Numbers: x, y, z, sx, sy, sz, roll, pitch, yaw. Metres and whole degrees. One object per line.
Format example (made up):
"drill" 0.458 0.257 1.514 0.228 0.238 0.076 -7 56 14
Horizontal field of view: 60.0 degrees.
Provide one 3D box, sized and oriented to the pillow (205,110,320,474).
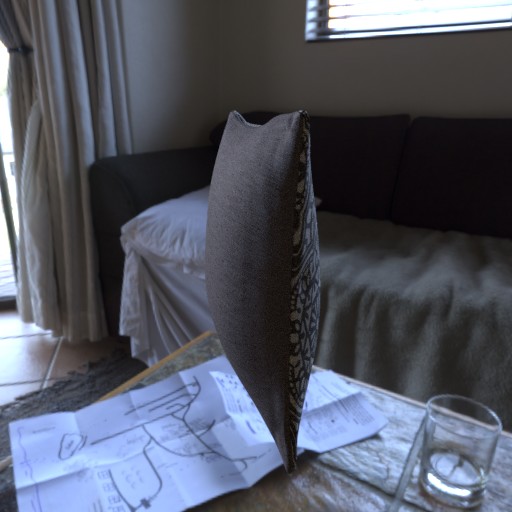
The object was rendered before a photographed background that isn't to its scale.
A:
"pillow" 0.000 0.000 0.667 0.148 0.417 0.436 -4 18 -11
